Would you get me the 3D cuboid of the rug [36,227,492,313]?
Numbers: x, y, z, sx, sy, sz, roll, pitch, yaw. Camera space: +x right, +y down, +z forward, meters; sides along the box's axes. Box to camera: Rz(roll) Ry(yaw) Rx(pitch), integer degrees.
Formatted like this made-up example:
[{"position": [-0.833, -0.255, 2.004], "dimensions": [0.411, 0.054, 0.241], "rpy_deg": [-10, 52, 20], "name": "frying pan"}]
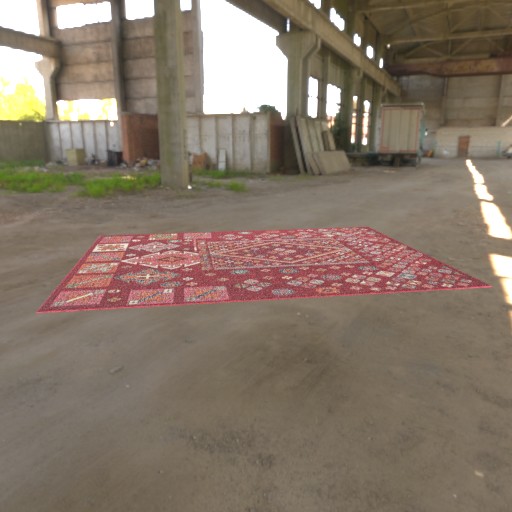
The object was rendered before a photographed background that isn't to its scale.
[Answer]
[{"position": [0.000, 0.000, 4.295], "dimensions": [3.306, 0.011, 2.389], "rpy_deg": [-2, 15, -9], "name": "rug"}]
